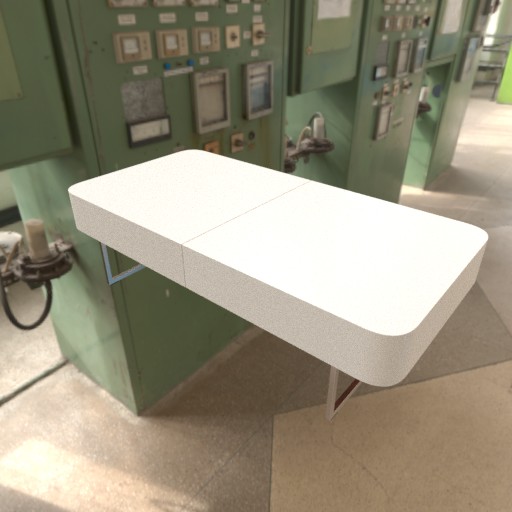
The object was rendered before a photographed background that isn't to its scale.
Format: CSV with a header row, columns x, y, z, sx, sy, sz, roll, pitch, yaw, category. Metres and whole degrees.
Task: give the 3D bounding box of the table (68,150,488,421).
x,y,z,sx,sy,sz,roll,pitch,yaw,category
0.000,0.000,1.430,1.200,0.340,0.600,23,37,34,table
